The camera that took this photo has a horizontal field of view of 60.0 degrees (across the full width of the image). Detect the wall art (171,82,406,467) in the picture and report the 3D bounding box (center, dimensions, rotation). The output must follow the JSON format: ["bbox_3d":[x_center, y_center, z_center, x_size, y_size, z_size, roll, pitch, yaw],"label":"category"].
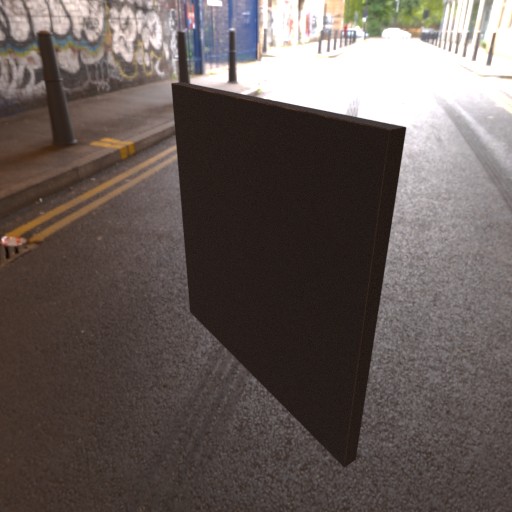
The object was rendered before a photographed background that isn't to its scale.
[{"bbox_3d":[0.000,0.000,1.129,0.038,0.762,0.762,-18,32,-31],"label":"wall art"}]
